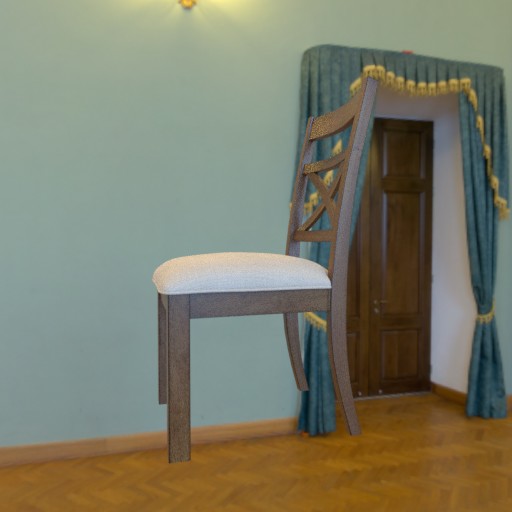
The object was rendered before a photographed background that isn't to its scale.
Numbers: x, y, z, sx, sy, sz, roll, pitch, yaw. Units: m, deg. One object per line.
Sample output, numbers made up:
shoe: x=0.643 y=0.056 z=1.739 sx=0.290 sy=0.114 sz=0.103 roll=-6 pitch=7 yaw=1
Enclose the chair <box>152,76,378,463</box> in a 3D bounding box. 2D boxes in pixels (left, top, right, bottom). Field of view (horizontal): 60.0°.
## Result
chair: x=0.000 y=0.000 z=1.302 sx=0.581 sy=0.949 sz=0.461 roll=0 pitch=2 yaw=-16
